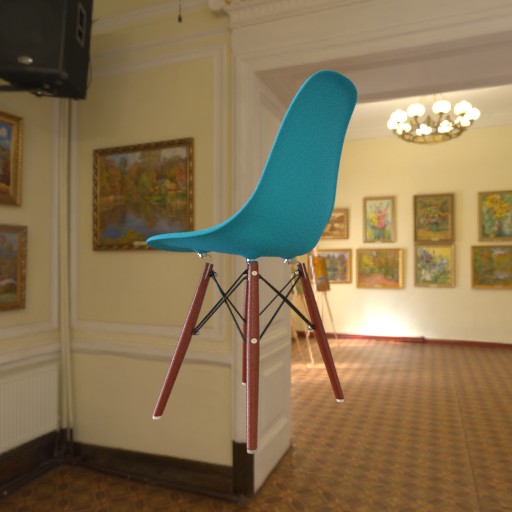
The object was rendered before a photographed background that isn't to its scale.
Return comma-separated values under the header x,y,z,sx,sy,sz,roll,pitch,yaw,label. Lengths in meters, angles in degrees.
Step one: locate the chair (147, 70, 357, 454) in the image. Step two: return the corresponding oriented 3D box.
x,y,z,sx,sy,sz,roll,pitch,yaw,label
0.000,0.000,1.185,0.533,0.826,0.470,0,-1,35,chair
